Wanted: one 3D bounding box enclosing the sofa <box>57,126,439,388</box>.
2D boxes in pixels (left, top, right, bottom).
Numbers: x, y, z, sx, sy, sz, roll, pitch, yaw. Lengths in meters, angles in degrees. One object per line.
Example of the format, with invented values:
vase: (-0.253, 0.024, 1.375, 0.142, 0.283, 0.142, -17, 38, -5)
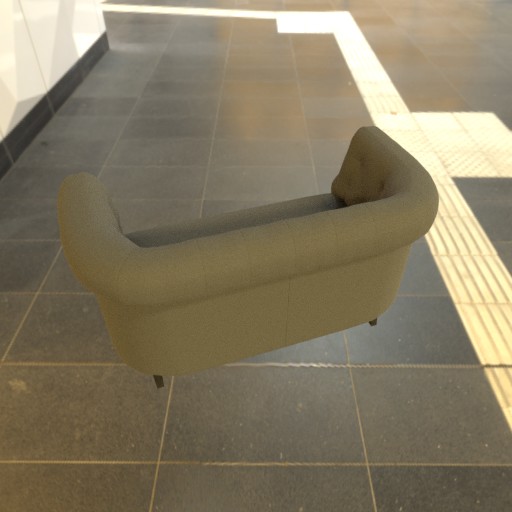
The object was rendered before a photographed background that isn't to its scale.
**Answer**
sofa: (0.000, 0.000, 2.053, 1.558, 0.827, 0.835, -13, 43, -14)
